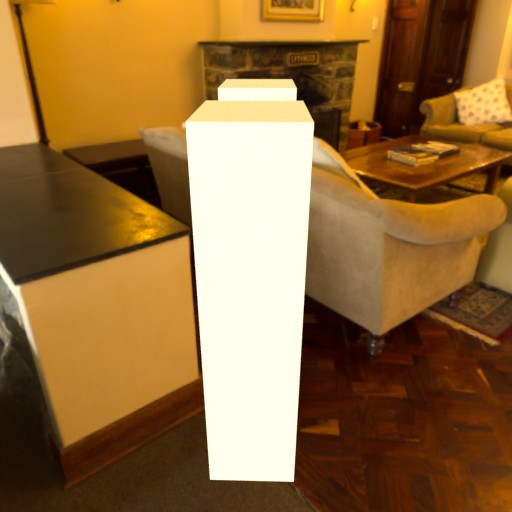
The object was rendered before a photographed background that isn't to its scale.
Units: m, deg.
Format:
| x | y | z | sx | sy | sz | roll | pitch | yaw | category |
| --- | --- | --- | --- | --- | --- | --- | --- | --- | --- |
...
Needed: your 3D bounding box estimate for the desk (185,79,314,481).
| x | y | z | sx | sy | sz | roll | pitch | yaw | category |
| --- | --- | --- | --- | --- | --- | --- | --- | --- | --- |
| 0.000 | 0.000 | 2.890 | 0.480 | 2.000 | 1.770 | 1 | 27 | 1 | desk |
